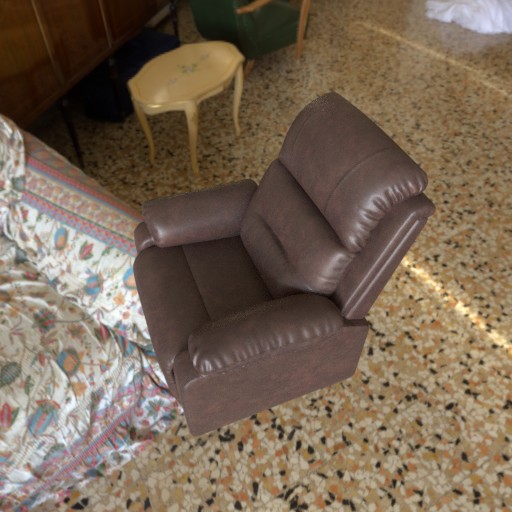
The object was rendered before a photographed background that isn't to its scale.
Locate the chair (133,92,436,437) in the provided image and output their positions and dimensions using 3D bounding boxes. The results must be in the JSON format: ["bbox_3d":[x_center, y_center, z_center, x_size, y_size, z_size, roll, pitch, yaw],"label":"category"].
[{"bbox_3d":[0.000,0.000,1.699,0.919,0.992,0.855,-16,49,-15],"label":"chair"}]
